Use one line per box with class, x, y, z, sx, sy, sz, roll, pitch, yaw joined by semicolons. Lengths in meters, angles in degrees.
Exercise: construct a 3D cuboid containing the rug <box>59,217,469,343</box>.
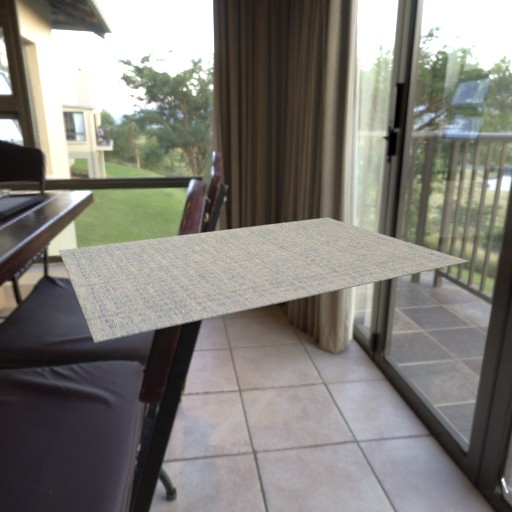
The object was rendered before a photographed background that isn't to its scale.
rug;0.000;0.000;2.257;1.752;0.006;1.142;-9;19;-27
